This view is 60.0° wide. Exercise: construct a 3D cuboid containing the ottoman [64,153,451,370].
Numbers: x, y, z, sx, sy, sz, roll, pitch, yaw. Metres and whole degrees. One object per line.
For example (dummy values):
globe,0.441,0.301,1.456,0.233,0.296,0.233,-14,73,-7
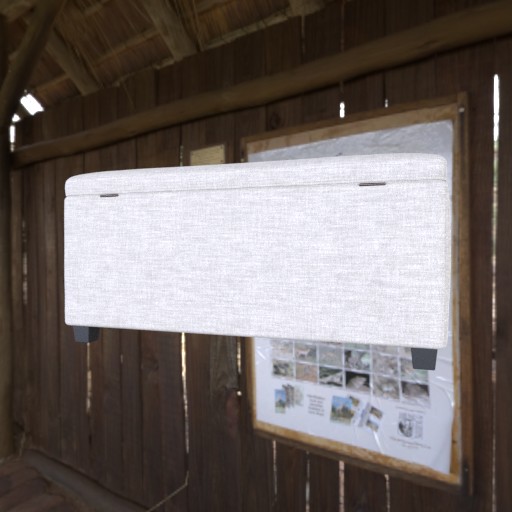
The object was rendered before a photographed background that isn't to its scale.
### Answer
ottoman,0.000,0.000,1.151,0.902,0.432,0.419,0,1,18
